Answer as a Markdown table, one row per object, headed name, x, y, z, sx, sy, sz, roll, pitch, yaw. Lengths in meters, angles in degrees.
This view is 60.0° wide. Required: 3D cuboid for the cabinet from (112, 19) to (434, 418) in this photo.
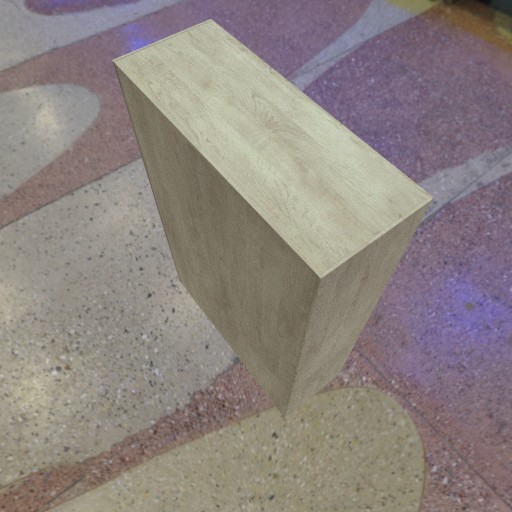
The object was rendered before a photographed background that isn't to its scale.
| name | x | y | z | sx | sy | sz | roll | pitch | yaw |
| --- | --- | --- | --- | --- | --- | --- | --- | --- | --- |
| cabinet | 0.000 | 0.000 | 2.451 | 0.510 | 1.910 | 1.290 | -33 | 64 | -19 |
